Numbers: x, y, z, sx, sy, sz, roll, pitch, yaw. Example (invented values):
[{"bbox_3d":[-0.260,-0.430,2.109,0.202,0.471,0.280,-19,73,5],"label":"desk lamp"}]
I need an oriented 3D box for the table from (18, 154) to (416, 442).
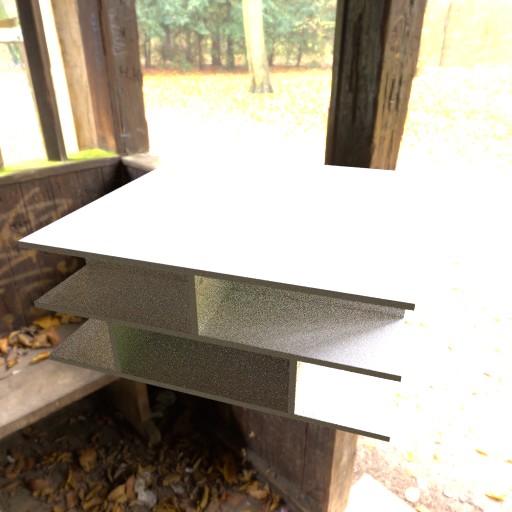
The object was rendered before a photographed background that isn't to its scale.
[{"bbox_3d":[0.000,0.000,1.086,0.700,0.289,0.700,8,28,16],"label":"table"}]
